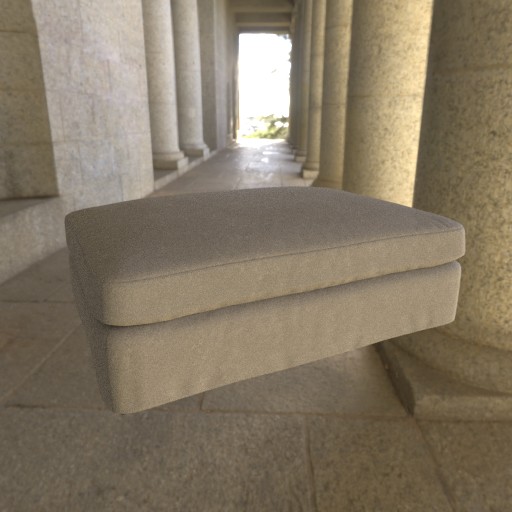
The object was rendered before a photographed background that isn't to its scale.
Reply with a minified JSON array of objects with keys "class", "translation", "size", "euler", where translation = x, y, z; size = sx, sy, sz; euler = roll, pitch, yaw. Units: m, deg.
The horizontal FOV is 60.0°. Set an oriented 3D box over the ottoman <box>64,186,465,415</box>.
[{"class":"ottoman","translation":[0.000,0.000,1.580],"size":[1.199,0.429,0.840],"euler":[-9,20,-25]}]
